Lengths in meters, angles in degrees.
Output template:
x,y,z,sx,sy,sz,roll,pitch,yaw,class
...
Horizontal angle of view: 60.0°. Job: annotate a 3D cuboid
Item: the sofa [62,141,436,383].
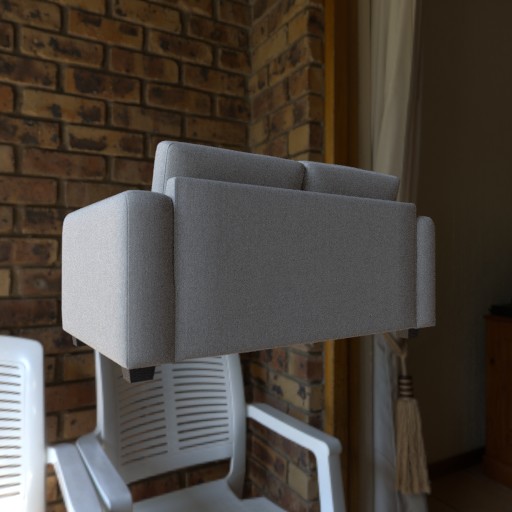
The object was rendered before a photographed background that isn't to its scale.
x,y,z,sx,sy,sz,roll,pitch,yaw,class
0.000,0.000,2.073,1.540,0.800,0.900,0,-1,-35,sofa
